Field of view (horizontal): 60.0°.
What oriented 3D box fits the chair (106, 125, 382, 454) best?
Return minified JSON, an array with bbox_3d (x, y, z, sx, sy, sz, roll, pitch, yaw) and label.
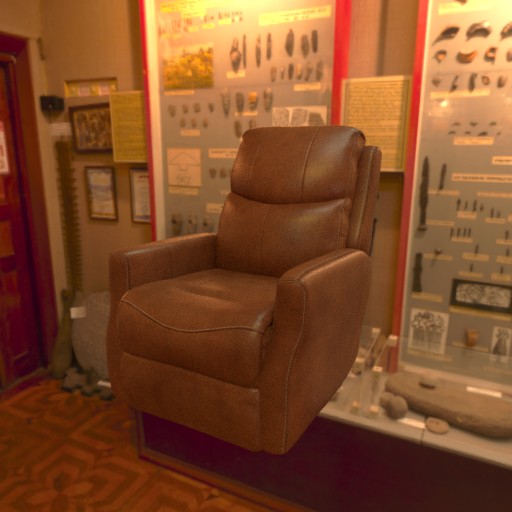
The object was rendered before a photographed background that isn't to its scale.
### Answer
[{"bbox_3d":[0.000,0.000,1.760,0.821,1.016,1.072,8,16,27],"label":"chair"}]
